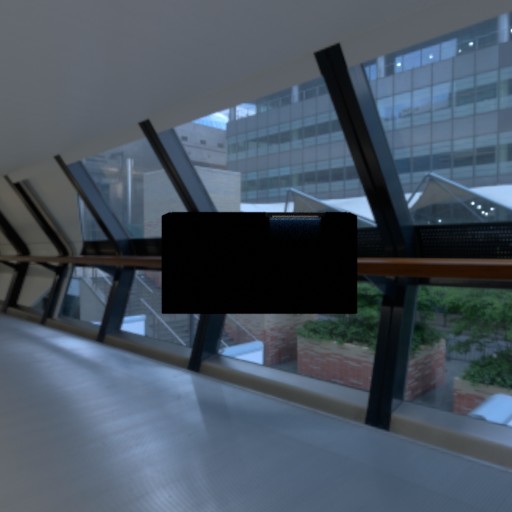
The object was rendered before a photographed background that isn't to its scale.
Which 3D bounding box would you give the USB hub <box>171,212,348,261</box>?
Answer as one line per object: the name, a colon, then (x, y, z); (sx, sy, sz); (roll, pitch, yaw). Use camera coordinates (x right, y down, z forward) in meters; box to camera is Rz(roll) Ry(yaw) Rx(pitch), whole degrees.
USB hub: (0.000, 0.000, 0.156); (0.044, 0.023, 0.145); (0, 2, -1)
